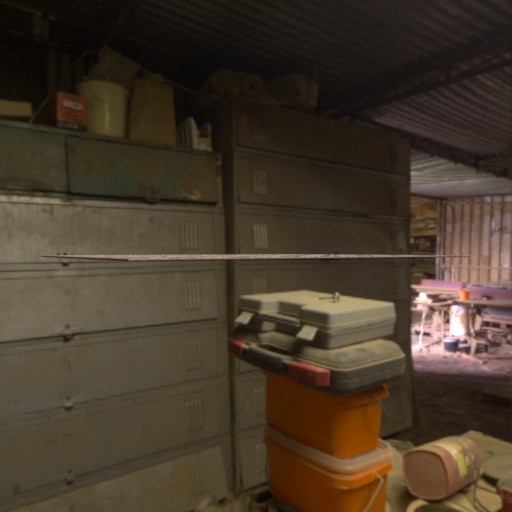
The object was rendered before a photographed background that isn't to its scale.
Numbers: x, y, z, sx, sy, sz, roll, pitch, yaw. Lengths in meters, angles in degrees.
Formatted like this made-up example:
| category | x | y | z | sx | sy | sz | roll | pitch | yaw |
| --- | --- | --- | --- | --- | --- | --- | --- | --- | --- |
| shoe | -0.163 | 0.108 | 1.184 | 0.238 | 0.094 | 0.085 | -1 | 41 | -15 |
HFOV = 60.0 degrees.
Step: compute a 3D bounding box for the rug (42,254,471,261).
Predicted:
| category | x | y | z | sx | sy | sz | roll | pitch | yaw |
| --- | --- | --- | --- | --- | --- | --- | --- | --- | --- |
| rug | 0.000 | 0.000 | 4.180 | 3.294 | 0.018 | 2.382 | 0 | 1 | -35 |
